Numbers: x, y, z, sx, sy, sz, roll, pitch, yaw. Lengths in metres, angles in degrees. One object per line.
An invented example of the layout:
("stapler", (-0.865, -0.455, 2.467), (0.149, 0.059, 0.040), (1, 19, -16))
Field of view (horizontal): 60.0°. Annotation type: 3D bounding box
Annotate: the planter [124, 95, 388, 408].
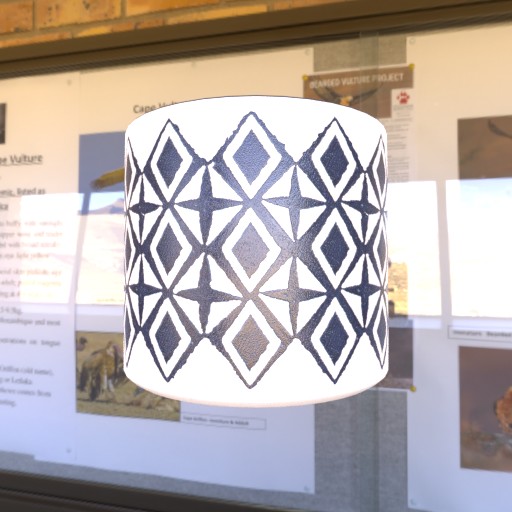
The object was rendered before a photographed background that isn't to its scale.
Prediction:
("planter", (0.000, 0.000, 0.318), (0.182, 0.165, 0.182), (0, -1, 0))
